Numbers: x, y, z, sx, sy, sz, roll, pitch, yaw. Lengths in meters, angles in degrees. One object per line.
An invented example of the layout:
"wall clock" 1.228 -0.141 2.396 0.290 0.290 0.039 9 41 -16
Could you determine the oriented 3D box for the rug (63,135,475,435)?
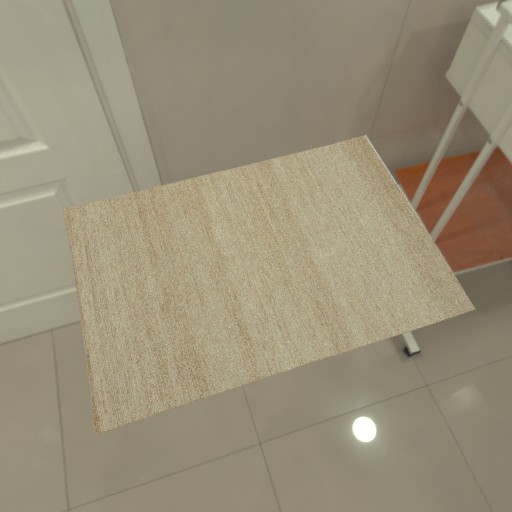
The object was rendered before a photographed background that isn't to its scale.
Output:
"rug" 0.000 0.000 2.919 2.346 0.029 1.574 -16 60 -9
